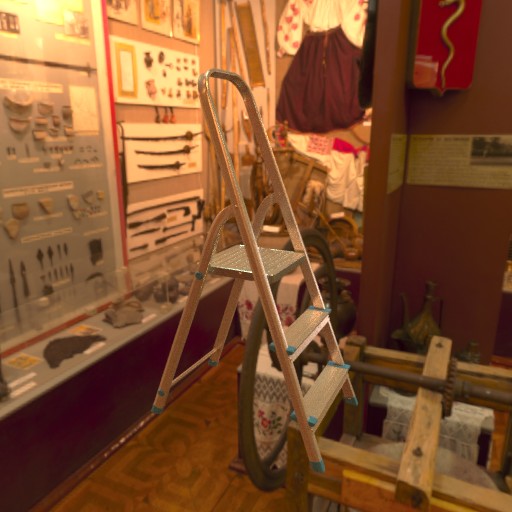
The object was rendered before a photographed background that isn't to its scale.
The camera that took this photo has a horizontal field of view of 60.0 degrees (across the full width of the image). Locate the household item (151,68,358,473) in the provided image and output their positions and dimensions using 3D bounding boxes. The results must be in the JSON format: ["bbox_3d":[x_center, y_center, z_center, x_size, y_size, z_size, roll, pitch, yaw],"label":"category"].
[{"bbox_3d":[0.000,0.000,1.545,0.687,1.215,0.420,8,18,26],"label":"household item"}]
